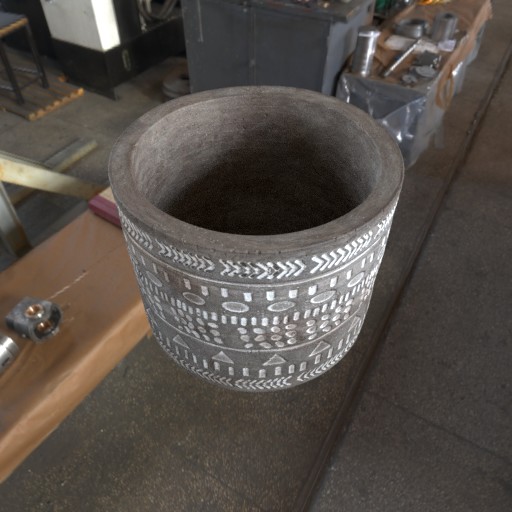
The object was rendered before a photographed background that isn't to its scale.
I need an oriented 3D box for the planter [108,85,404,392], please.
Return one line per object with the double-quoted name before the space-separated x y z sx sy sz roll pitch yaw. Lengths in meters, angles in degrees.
"planter" 0.000 0.000 0.229 0.122 0.128 0.122 0 46 0
